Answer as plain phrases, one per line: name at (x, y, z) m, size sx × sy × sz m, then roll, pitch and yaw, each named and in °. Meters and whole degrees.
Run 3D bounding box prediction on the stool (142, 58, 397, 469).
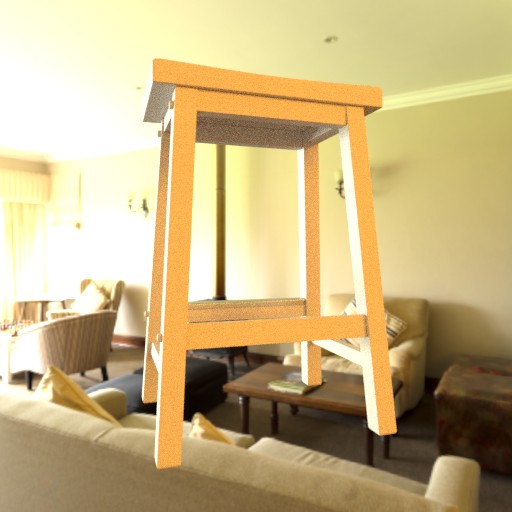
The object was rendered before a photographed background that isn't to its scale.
stool at (0.000, 0.000, 0.848) m, size 0.406 × 0.610 × 0.322 m, roll 0°, pitch 1°, yaw -18°
